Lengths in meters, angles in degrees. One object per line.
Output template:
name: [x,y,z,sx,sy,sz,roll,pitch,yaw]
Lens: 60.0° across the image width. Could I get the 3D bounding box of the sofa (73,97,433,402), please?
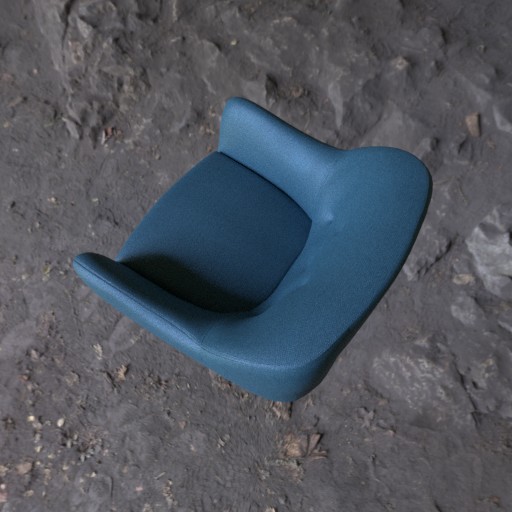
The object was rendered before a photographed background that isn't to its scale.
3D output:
sofa: [0.000,0.000,1.495,0.825,0.817,0.836,32,68,15]
